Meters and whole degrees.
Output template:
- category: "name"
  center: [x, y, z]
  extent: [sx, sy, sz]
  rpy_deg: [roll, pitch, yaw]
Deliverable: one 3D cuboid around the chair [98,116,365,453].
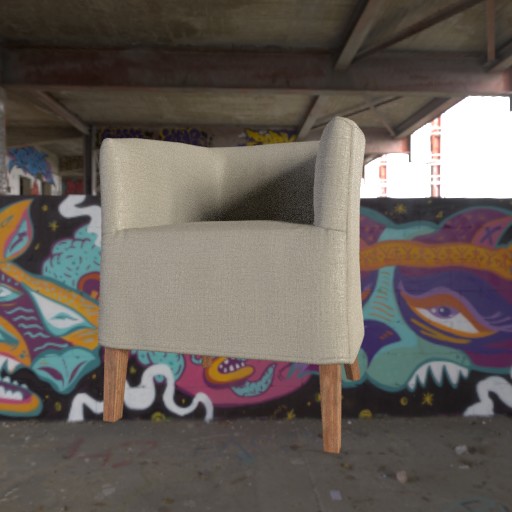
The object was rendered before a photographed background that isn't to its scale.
- category: "chair"
  center: [0.000, 0.000, 1.254]
  extent: [0.600, 0.771, 0.668]
  rpy_deg: [0, 0, 18]
